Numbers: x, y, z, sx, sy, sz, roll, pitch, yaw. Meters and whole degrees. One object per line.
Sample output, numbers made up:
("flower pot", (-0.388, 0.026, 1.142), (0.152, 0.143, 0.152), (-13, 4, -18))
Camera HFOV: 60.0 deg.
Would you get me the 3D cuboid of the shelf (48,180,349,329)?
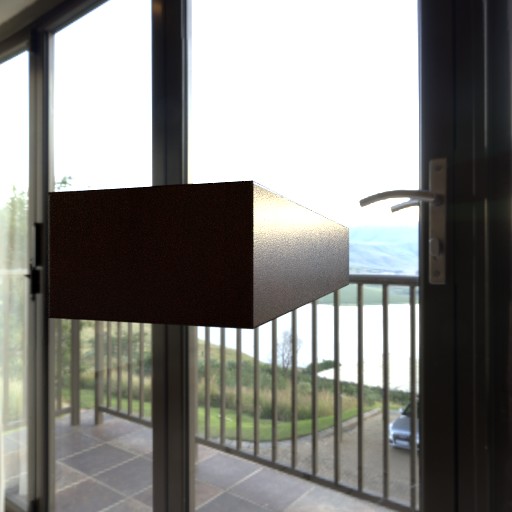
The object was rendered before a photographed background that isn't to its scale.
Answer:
("shelf", (0.000, 0.000, 0.503), (0.152, 0.088, 0.457), (0, 0, 19))
